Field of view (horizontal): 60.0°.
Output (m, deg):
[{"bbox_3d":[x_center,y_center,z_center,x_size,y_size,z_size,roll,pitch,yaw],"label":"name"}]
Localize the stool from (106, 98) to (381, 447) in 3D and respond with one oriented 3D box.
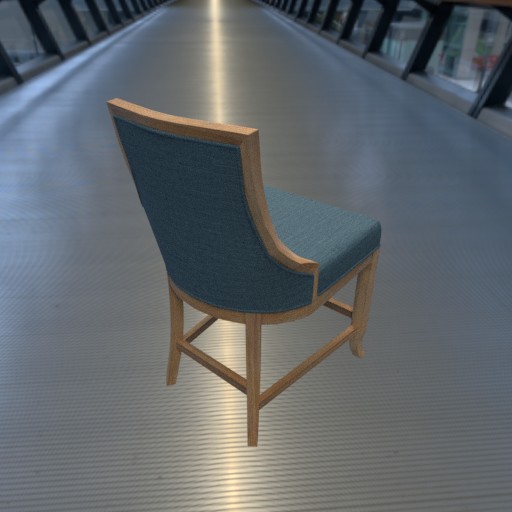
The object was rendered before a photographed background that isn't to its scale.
[{"bbox_3d":[0.000,0.000,1.334,0.524,0.938,0.626,23,38,33],"label":"stool"}]
